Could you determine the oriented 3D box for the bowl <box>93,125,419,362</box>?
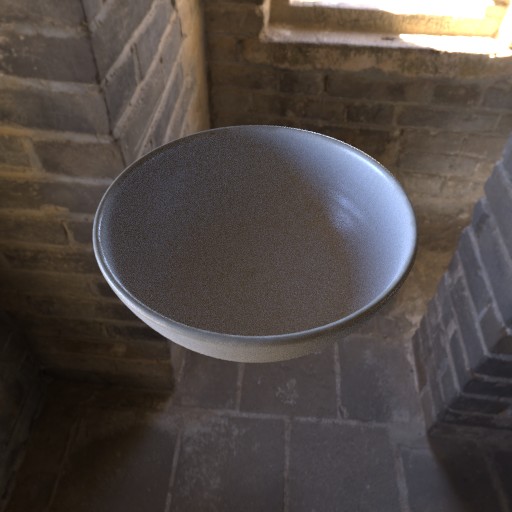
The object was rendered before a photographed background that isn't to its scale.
[{"bbox_3d":[0.000,0.000,0.417,0.268,0.121,0.268,0,46,0],"label":"bowl"}]
